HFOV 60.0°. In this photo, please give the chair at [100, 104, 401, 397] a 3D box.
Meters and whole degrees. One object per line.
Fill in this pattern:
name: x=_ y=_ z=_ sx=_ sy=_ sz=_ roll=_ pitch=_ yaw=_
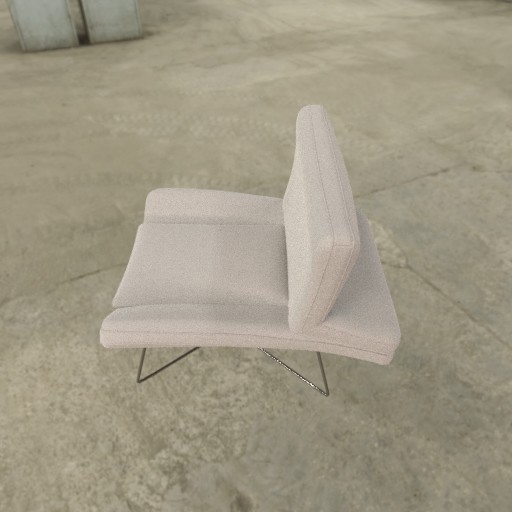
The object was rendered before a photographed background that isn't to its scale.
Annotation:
chair: x=0.000 y=0.000 z=1.694 sx=1.008 sy=0.855 sz=0.859 roll=1 pitch=41 yaw=1
